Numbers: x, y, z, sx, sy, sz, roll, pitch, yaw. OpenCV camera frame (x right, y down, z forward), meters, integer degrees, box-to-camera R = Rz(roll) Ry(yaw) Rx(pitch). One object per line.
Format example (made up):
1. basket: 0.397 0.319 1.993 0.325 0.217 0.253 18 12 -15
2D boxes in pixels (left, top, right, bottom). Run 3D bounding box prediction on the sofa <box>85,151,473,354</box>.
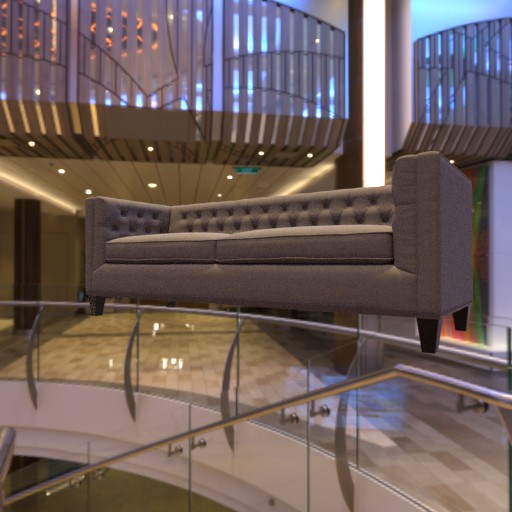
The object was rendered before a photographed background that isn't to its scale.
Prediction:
1. sofa: 0.000 0.000 2.554 2.159 0.762 0.775 -1 -1 34
